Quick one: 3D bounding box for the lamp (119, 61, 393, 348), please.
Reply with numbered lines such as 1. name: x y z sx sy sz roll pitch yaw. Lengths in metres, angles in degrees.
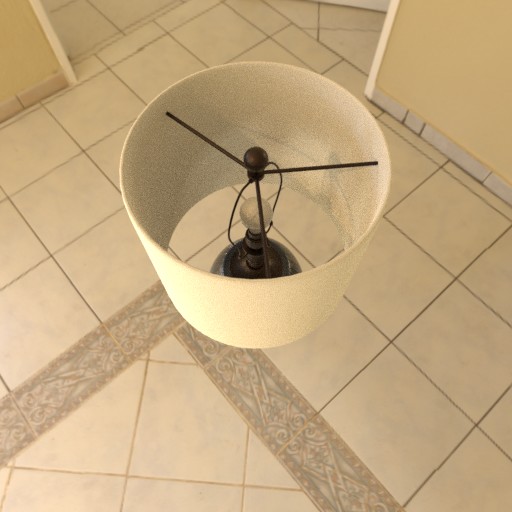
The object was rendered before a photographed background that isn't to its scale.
1. lamp: 0.000 0.000 0.780 0.329 0.570 0.329 36 70 16
